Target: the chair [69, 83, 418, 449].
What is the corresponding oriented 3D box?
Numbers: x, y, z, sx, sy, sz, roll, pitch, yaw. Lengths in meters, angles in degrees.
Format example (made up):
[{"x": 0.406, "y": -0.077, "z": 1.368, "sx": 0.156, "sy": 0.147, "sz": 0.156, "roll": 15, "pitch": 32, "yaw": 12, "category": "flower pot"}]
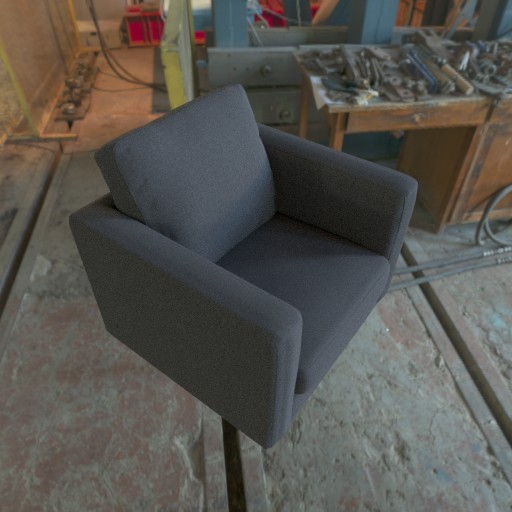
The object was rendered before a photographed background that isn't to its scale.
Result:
[{"x": 0.000, "y": 0.000, "z": 1.545, "sx": 0.800, "sy": 0.927, "sz": 0.854, "roll": 27, "pitch": 49, "yaw": 26, "category": "chair"}]
